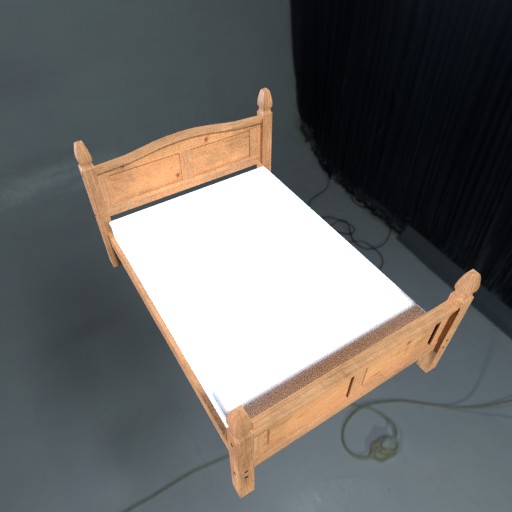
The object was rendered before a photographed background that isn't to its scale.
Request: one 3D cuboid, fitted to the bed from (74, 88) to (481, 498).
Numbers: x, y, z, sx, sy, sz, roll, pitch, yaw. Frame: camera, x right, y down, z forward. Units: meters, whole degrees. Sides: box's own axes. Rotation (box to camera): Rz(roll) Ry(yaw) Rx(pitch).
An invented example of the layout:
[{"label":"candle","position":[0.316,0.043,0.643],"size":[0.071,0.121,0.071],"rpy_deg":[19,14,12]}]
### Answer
[{"label":"bed","position":[0.000,0.000,2.853],"size":[1.490,1.100,2.069],"rpy_deg":[-24,50,-22]}]
